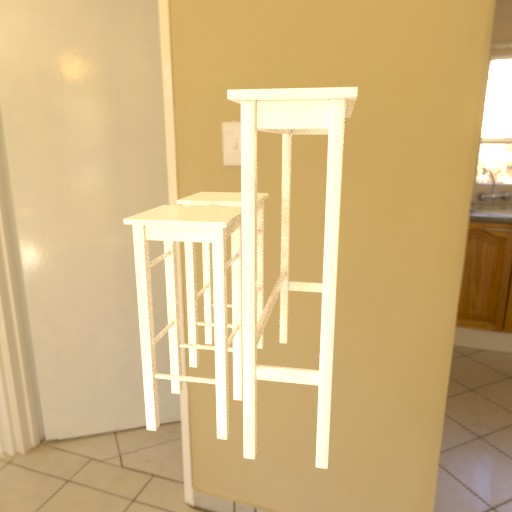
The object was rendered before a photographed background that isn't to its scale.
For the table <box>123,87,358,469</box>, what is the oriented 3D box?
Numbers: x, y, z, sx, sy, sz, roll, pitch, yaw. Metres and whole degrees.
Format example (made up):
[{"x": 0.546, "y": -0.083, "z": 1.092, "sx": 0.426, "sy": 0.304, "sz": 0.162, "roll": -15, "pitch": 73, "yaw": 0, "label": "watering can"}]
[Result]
[{"x": 0.000, "y": 0.000, "z": 1.646, "sx": 0.650, "sy": 1.065, "sz": 0.915, "roll": 3, "pitch": 15, "yaw": 10, "label": "table"}]
